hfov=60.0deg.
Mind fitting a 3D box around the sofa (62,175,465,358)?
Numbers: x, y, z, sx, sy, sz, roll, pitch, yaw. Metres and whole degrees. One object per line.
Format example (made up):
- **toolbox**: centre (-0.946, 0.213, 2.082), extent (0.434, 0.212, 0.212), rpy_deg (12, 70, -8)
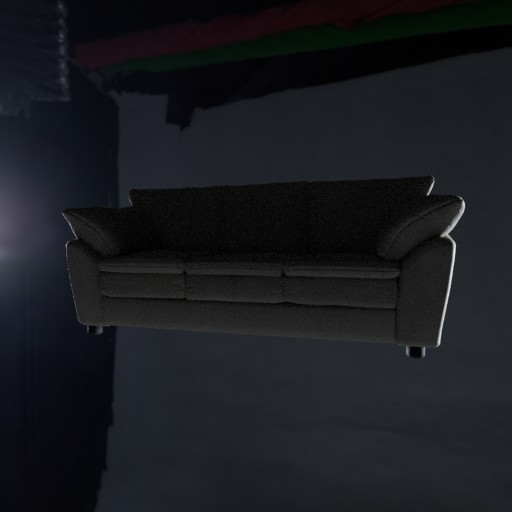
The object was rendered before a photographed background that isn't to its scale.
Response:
- **sofa**: centre (0.000, 0.000, 2.824), extent (2.334, 0.996, 0.878), rpy_deg (0, 1, 18)
